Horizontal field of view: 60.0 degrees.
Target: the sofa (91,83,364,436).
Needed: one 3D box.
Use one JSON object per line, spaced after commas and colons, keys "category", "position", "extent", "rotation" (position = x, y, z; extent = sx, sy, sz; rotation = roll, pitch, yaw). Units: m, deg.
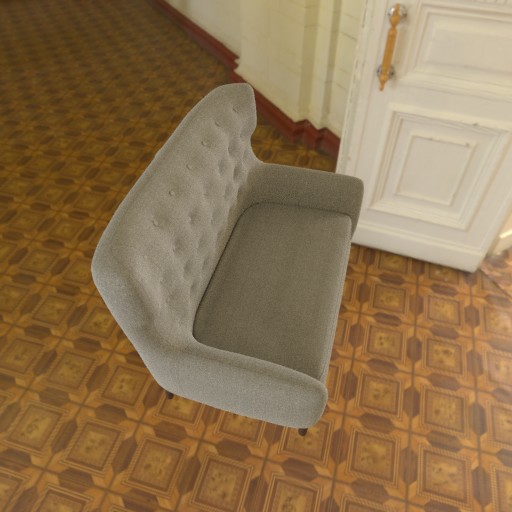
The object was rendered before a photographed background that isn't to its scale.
{"category": "sofa", "position": [0.000, 0.000, 2.089], "extent": [0.884, 1.028, 1.386], "rotation": [11, 48, 11]}
